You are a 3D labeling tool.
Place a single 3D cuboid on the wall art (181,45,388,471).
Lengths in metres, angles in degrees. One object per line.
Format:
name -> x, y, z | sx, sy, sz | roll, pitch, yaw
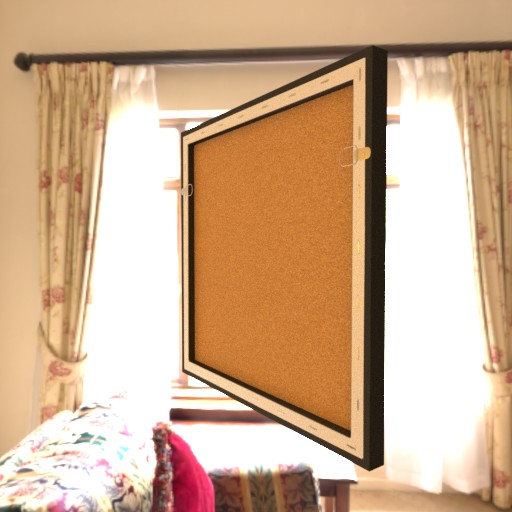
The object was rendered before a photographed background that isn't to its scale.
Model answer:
wall art -> 0.000, 0.000, 1.106 | 0.044, 0.758, 0.758 | -1, 2, -35
